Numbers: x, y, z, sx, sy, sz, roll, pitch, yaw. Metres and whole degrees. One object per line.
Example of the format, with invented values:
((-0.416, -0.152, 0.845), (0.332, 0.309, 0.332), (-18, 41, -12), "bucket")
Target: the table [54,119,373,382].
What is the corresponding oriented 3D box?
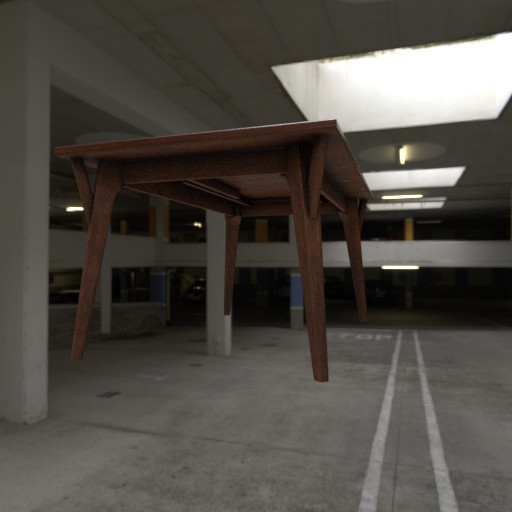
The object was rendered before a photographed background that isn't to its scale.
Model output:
((0.000, 0.000, 2.123), (0.990, 0.761, 1.524), (0, -1, 19), "table")
